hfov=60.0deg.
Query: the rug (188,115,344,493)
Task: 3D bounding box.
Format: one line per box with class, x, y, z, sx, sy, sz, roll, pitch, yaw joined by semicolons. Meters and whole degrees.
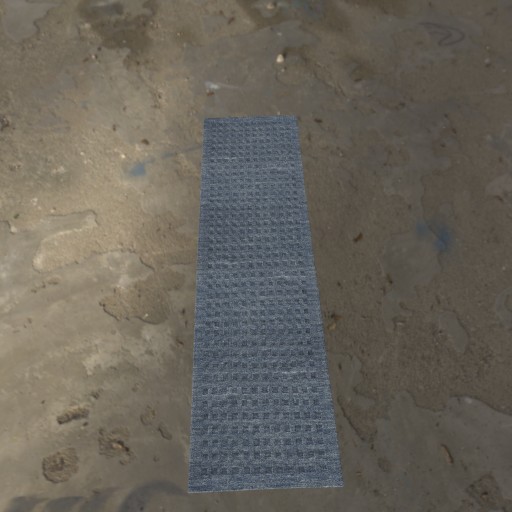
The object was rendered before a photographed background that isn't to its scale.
rug;0.000;0.000;2.609;0.688;0.008;2.443;-2;57;-1
